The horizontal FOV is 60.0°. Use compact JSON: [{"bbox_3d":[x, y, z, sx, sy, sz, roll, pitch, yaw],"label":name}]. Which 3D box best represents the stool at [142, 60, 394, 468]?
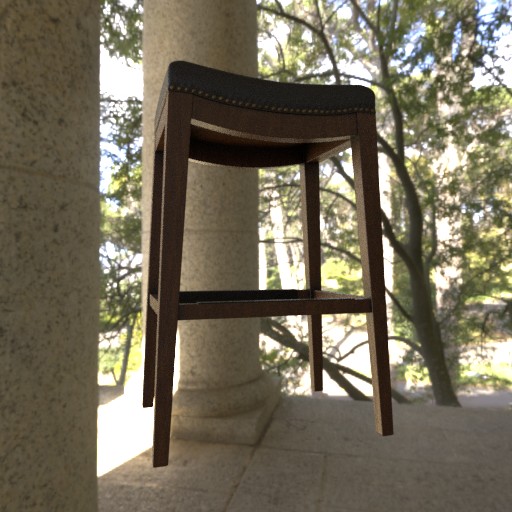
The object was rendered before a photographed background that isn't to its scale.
[{"bbox_3d":[0.000,0.000,1.043,0.500,0.765,0.361,0,-1,-17],"label":"stool"}]
